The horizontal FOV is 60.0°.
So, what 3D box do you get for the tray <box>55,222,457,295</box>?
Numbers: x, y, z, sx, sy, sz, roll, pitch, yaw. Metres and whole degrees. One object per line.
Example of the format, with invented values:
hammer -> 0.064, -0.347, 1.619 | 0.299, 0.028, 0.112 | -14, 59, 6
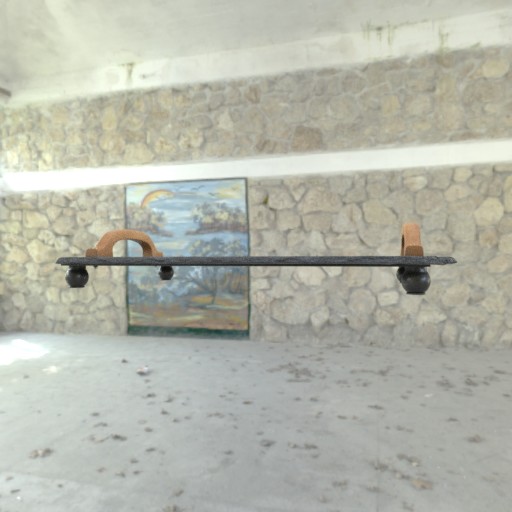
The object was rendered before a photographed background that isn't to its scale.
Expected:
tray -> 0.000, 0.000, 0.470 | 0.387, 0.062, 0.231 | 0, -1, 16
